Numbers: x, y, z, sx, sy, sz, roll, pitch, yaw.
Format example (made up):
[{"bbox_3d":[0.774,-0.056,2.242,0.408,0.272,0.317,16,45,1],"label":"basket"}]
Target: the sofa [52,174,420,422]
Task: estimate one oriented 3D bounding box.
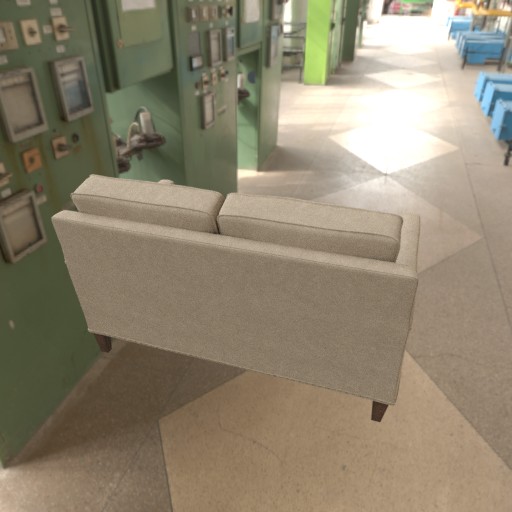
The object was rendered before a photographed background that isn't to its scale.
[{"bbox_3d":[0.000,0.000,2.300,1.597,1.002,1.084,10,33,15],"label":"sofa"}]
